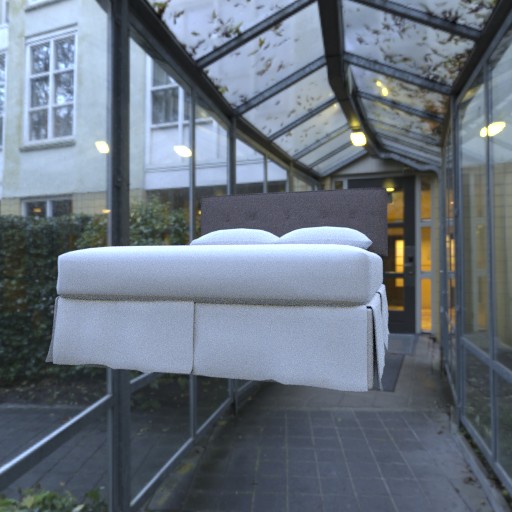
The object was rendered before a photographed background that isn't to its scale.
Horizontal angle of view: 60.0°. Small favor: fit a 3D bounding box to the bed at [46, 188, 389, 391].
[{"bbox_3d":[0.000,0.000,2.827,1.610,1.089,1.894,0,-1,18],"label":"bed"}]
